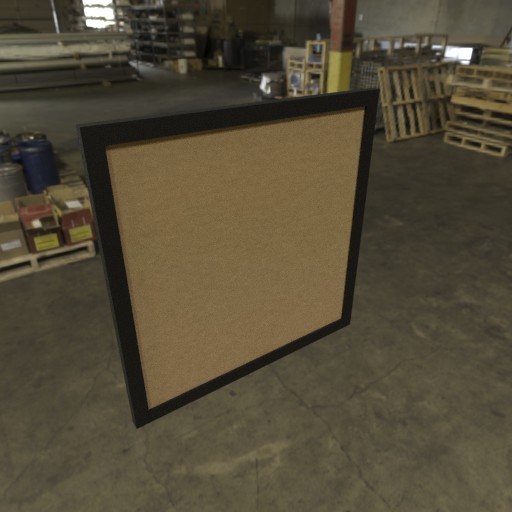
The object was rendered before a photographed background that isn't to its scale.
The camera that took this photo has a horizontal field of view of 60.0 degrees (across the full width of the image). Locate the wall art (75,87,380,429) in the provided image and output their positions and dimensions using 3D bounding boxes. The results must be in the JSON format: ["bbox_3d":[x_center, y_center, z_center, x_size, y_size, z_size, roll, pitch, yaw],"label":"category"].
[{"bbox_3d":[0.000,0.000,0.537,0.356,0.356,0.013,-18,34,-30],"label":"wall art"}]
